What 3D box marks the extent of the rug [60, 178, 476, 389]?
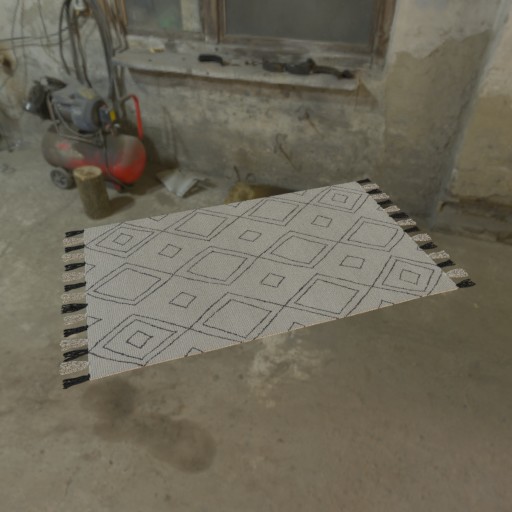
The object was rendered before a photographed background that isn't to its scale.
[{"bbox_3d":[0.000,0.000,3.301,2.755,0.021,1.524,-12,41,-14],"label":"rug"}]
